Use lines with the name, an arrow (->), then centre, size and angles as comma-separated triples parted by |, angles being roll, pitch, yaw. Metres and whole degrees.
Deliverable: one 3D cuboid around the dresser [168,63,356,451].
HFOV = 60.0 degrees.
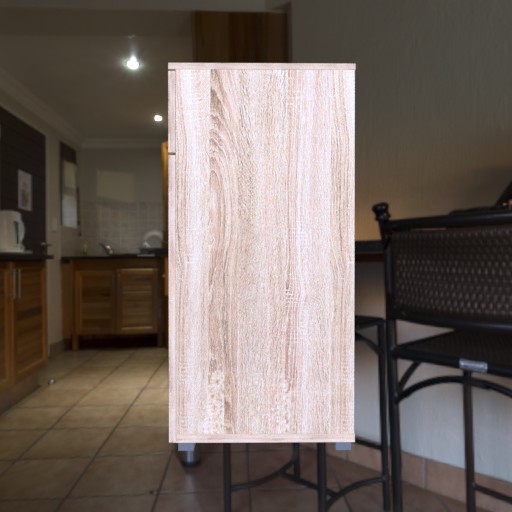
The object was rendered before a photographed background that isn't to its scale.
dresser -> 0.000, 0.000, 1.576 | 0.450, 0.900, 1.100 | 0, 1, -1
